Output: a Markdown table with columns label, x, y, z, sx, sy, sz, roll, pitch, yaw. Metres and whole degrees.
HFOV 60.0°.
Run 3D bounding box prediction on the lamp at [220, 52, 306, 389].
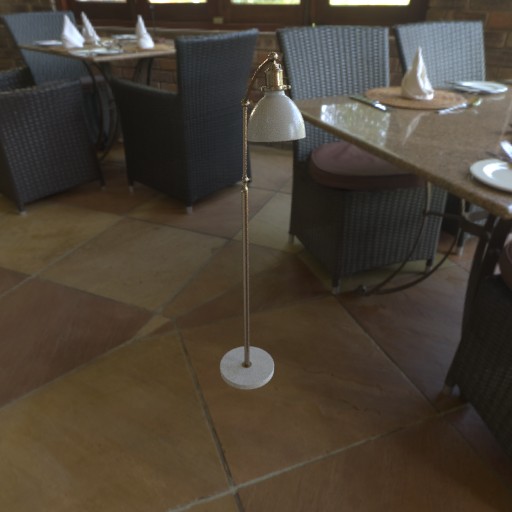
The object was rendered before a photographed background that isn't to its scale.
| label | x | y | z | sx | sy | sz | roll | pitch | yaw |
| --- | --- | --- | --- | --- | --- | --- | --- | --- | --- |
| lamp | 0.000 | 0.000 | 1.847 | 0.288 | 1.586 | 0.599 | -9 | 32 | -15 |
